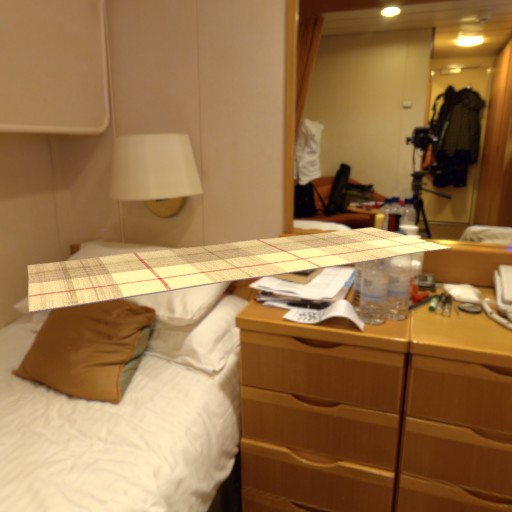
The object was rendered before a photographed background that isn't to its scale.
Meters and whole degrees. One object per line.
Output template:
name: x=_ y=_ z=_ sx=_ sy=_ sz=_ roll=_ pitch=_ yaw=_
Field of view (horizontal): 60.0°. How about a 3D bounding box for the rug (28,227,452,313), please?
rug: x=0.000 y=0.000 z=2.649 sx=2.439 sy=0.013 sz=0.762 roll=-7 pitch=16 yaw=-26
